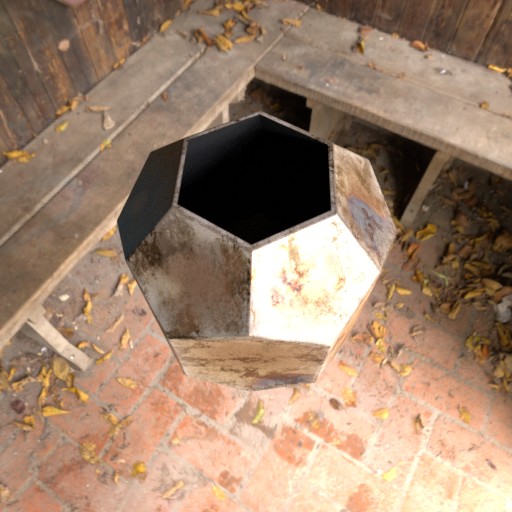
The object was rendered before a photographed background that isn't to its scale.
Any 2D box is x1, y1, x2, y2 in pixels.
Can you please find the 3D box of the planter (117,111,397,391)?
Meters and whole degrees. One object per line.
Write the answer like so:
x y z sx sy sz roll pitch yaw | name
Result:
0.000 0.000 0.427 0.243 0.238 0.221 2 59 1 | planter
